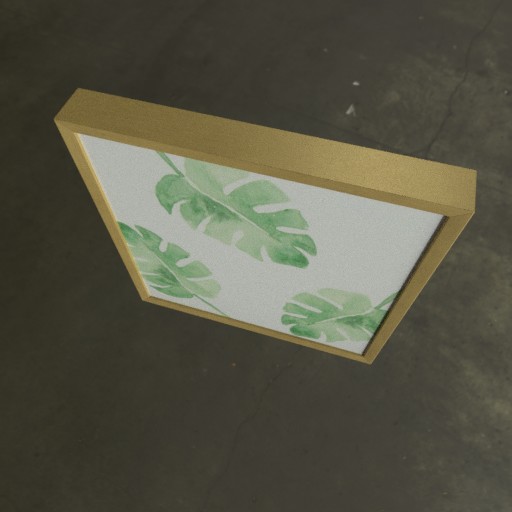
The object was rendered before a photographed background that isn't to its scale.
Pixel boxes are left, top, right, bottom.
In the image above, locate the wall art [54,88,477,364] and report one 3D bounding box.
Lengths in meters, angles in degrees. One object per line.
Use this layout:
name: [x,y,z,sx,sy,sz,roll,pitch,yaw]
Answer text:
wall art: [0.000,0.000,0.446,0.305,0.305,0.038,14,59,9]
